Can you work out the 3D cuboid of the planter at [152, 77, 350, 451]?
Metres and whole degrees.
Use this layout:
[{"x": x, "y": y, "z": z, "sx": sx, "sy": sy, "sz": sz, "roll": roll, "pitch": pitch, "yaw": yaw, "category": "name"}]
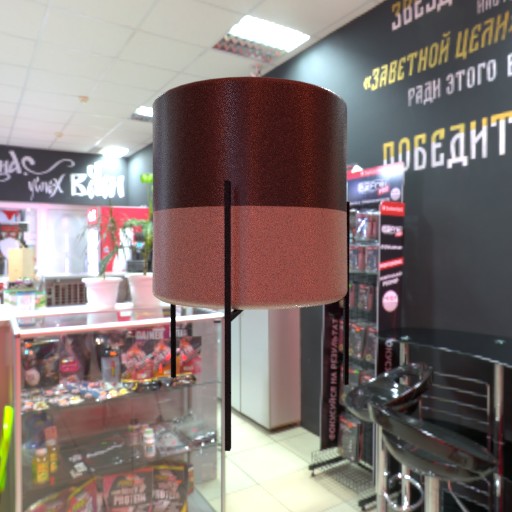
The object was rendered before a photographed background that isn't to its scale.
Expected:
[{"x": 0.000, "y": 0.000, "z": 0.532, "sx": 0.250, "sy": 0.353, "sz": 0.260, "roll": 0, "pitch": 1, "yaw": 1, "category": "planter"}]
